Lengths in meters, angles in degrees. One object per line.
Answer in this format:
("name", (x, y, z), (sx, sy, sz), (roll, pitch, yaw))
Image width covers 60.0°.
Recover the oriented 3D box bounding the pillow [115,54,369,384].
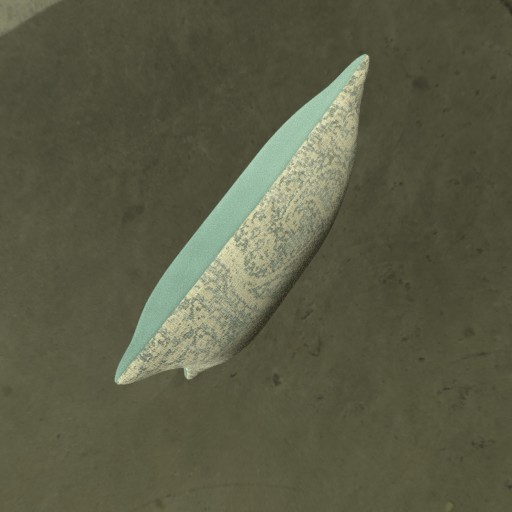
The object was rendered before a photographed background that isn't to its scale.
("pillow", (0.000, 0.000, 0.786), (0.166, 0.507, 0.526), (35, 79, 8))
